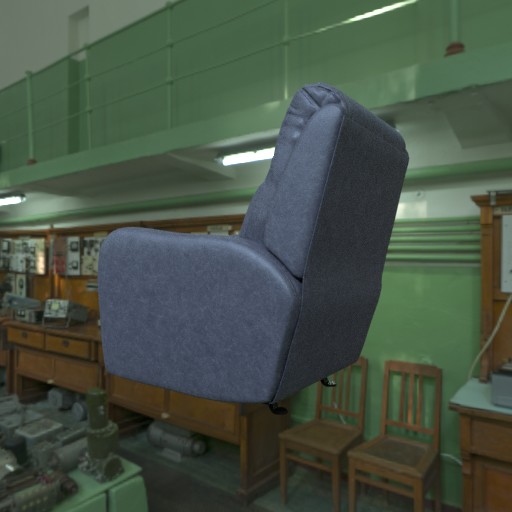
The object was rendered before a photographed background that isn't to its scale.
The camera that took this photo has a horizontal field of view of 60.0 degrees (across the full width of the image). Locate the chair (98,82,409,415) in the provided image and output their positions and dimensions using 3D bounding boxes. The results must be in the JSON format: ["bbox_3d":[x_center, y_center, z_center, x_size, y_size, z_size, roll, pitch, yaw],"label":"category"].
[{"bbox_3d":[0.000,0.000,1.821,1.067,1.067,0.865,0,0,35],"label":"chair"}]
